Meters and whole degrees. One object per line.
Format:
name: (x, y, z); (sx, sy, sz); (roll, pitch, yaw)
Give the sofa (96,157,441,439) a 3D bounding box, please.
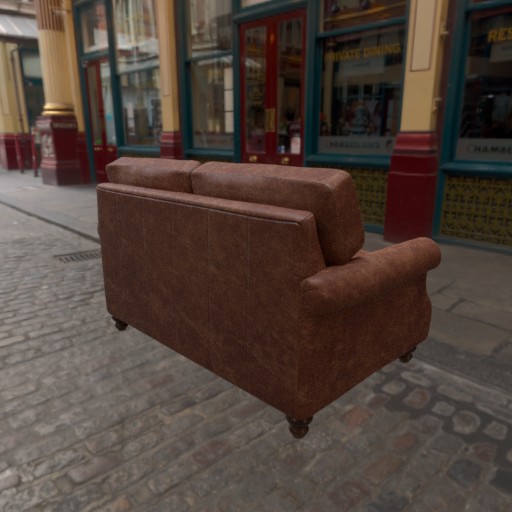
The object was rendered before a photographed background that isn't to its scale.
sofa: (0.000, 0.000, 2.251); (0.990, 0.967, 1.616); (-14, 20, -43)
